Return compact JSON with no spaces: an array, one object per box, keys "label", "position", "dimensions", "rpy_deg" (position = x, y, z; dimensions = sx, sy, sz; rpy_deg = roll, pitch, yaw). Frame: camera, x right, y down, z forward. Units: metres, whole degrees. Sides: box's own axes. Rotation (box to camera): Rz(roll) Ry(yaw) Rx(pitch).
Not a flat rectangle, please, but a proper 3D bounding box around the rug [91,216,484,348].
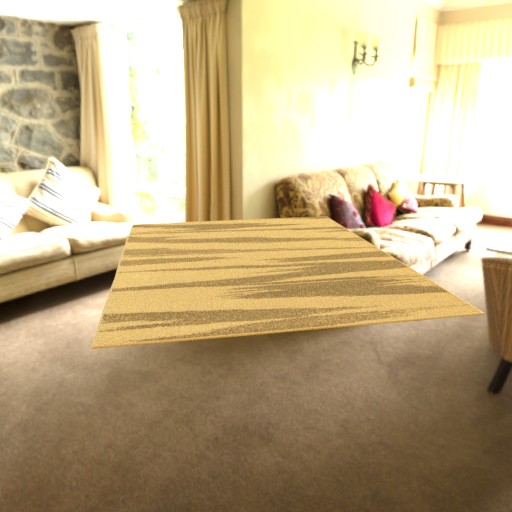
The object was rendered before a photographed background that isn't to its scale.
[{"label":"rug","position":[0.000,0.000,3.931],"dimensions":[2.353,0.014,2.945],"rpy_deg":[-3,17,-10]}]
